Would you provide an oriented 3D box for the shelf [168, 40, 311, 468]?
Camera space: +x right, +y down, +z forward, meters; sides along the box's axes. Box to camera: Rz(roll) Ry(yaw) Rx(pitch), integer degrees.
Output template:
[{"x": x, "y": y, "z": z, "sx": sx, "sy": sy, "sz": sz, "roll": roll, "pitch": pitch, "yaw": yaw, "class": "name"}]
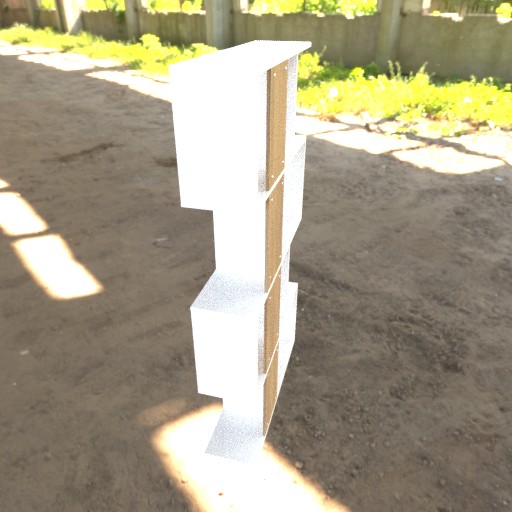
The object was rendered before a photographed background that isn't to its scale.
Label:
[{"x": 0.000, "y": 0.000, "z": 1.959, "sx": 0.250, "sy": 1.650, "sz": 0.890, "roll": 8, "pitch": 31, "yaw": 13, "class": "shelf"}]
